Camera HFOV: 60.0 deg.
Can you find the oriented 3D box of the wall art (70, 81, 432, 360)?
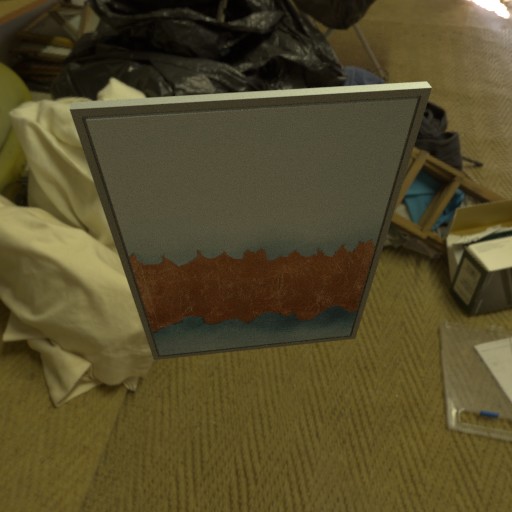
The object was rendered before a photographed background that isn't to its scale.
[{"bbox_3d":[0.000,0.000,1.353,0.789,1.042,0.034,-5,48,-5],"label":"wall art"}]
